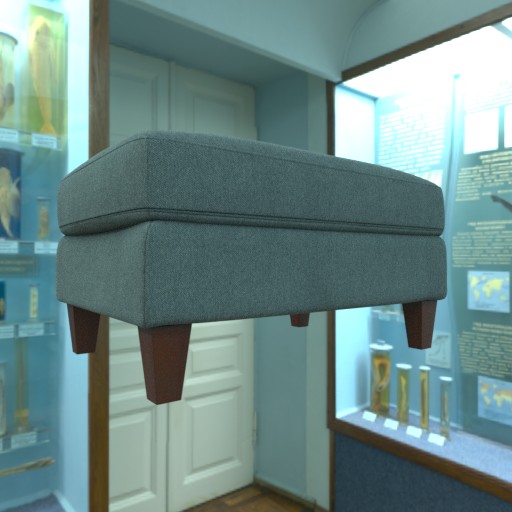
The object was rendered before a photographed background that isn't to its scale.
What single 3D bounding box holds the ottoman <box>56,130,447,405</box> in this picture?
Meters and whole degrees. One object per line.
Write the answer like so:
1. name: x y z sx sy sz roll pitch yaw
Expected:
1. ottoman: 0.000 0.000 1.141 0.864 0.483 0.584 0 -1 -37
